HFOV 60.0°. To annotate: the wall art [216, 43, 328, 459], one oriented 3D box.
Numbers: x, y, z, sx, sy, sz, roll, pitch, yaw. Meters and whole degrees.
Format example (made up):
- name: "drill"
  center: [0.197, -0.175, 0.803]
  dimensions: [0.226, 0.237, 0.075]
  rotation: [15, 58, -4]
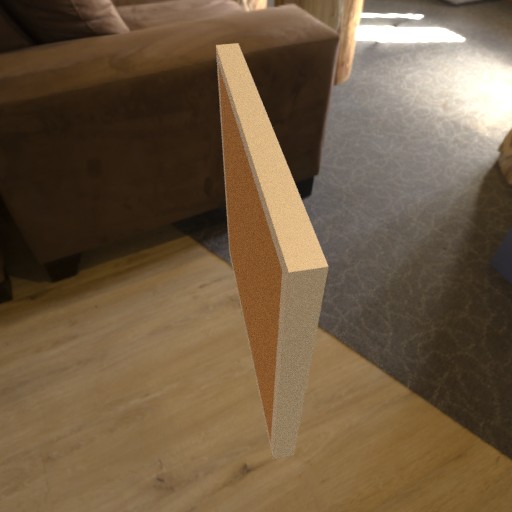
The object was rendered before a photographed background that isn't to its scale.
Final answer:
- name: "wall art"
  center: [0.000, 0.000, 0.763]
  dimensions: [0.038, 0.508, 0.507]
  rotation: [-8, 48, -7]
